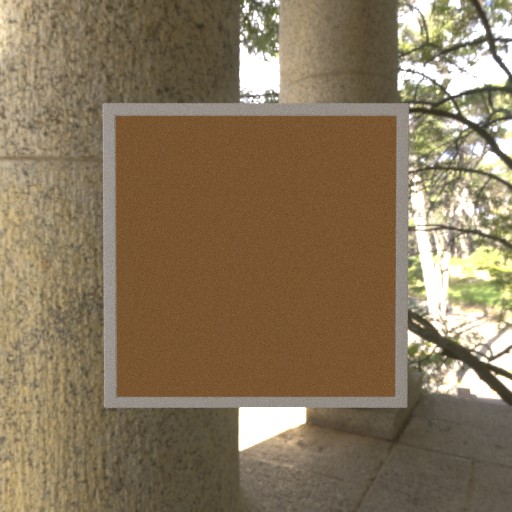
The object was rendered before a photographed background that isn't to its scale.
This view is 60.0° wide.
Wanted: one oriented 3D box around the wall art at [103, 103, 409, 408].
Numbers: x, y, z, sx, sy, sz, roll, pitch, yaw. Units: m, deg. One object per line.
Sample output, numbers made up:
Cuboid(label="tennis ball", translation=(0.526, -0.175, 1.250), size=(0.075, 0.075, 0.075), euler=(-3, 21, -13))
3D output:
Cuboid(label="wall art", translation=(0.000, 0.000, 0.462), size=(0.305, 0.305, 0.037), euler=(0, 1, 0))
